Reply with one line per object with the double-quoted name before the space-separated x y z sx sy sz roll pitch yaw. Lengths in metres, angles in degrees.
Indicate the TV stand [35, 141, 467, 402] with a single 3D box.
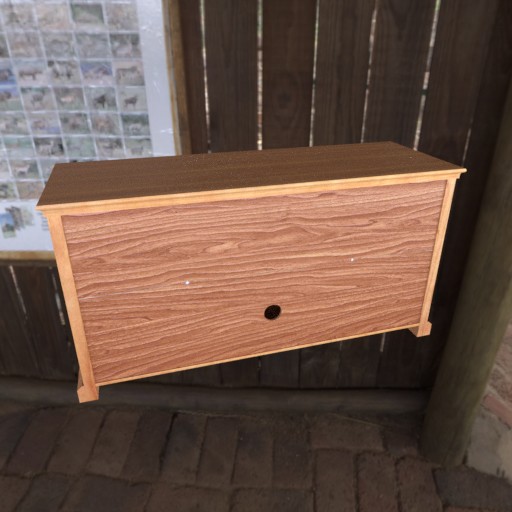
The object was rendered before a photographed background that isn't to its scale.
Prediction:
"TV stand" 0.000 0.000 1.472 1.181 0.607 0.417 -7 27 -15
